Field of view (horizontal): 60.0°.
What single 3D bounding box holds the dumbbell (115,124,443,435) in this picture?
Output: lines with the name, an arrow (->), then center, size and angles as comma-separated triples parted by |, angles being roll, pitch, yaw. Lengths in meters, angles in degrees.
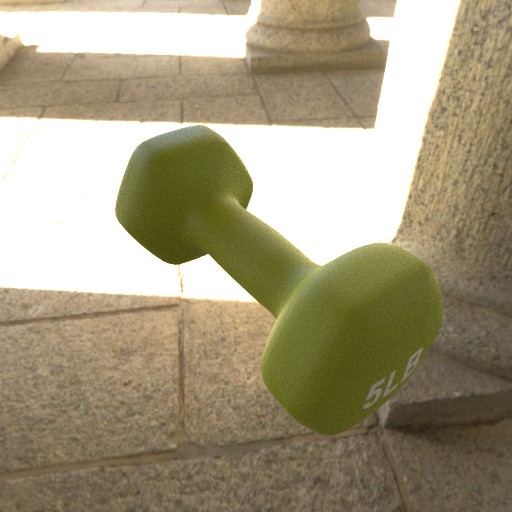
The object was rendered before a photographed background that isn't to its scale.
dumbbell -> 0.000, 0.000, 0.207 | 0.080, 0.072, 0.164 | -26, 47, -27
